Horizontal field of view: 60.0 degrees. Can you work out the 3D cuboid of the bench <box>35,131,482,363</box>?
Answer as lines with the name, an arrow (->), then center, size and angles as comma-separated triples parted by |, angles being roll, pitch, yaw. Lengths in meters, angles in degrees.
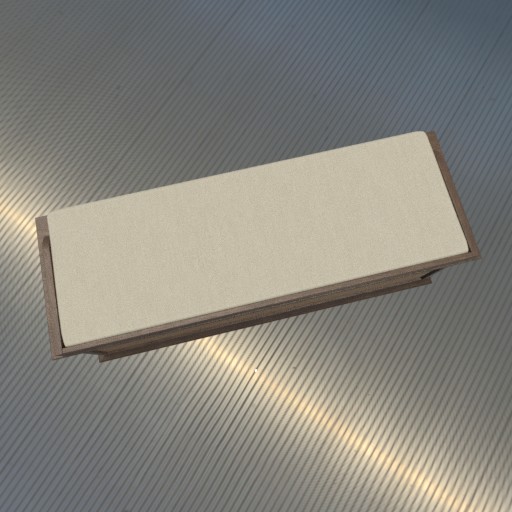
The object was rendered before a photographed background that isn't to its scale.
bench -> 0.000, 0.000, 1.428 | 1.185, 0.501, 0.402 | -13, 76, -3
